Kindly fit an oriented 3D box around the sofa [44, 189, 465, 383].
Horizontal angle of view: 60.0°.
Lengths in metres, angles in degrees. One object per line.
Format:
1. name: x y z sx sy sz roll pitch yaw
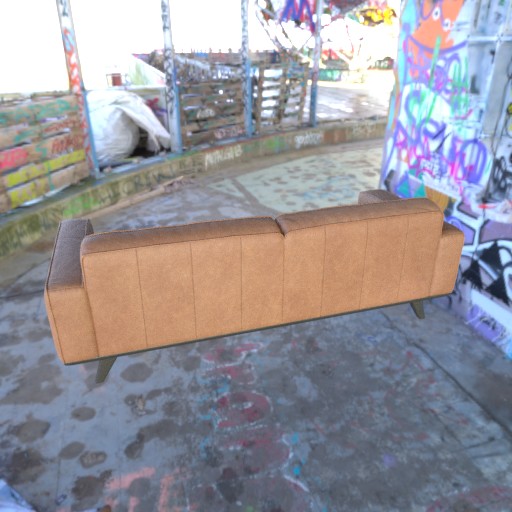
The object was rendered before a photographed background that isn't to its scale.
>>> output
1. sofa: 0.000 0.000 2.704 2.270 0.780 0.953 -8 27 -16
